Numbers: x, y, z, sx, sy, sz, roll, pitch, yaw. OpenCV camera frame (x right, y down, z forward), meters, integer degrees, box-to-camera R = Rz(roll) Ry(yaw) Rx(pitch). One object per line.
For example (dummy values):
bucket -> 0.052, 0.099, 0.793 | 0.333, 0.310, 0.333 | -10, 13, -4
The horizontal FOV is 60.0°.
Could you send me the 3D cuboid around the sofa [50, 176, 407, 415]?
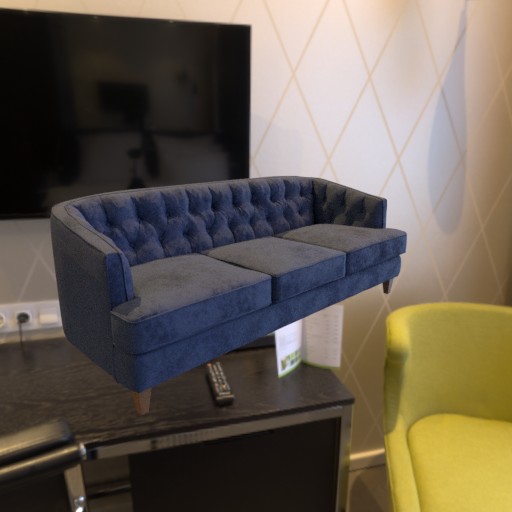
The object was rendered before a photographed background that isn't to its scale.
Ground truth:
sofa -> 0.000, 0.000, 2.766 | 0.941, 0.855, 2.278 | 15, 21, 43
